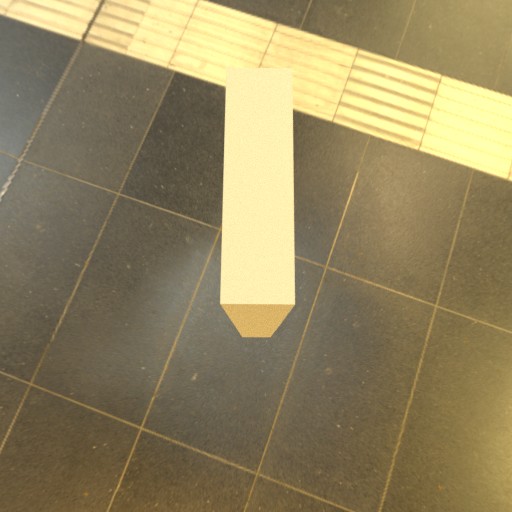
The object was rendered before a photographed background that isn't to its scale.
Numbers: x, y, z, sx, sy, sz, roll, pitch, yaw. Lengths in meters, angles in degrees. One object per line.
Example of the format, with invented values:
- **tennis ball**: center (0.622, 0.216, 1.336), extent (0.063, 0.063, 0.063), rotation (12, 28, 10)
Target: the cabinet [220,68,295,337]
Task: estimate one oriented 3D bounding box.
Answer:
- **cabinet**: center (0.000, 0.000, 1.995), extent (0.192, 1.770, 0.643), rotation (0, 77, 0)
